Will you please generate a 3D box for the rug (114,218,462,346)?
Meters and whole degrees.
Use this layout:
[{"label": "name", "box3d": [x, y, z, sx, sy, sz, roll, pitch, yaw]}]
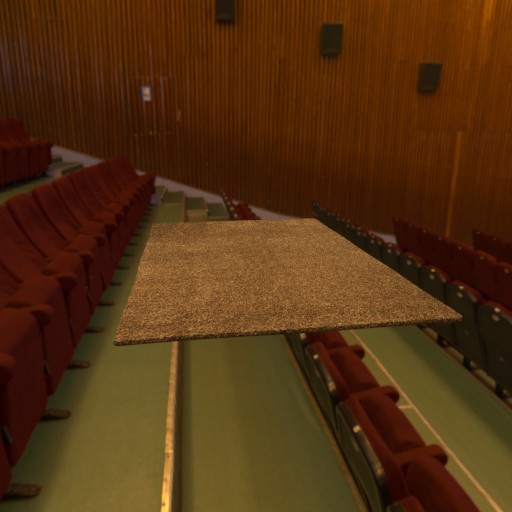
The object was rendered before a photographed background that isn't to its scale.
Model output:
[{"label": "rug", "box3d": [0.000, 0.000, 2.965, 1.501, 0.025, 2.352, -2, 16, -9]}]
